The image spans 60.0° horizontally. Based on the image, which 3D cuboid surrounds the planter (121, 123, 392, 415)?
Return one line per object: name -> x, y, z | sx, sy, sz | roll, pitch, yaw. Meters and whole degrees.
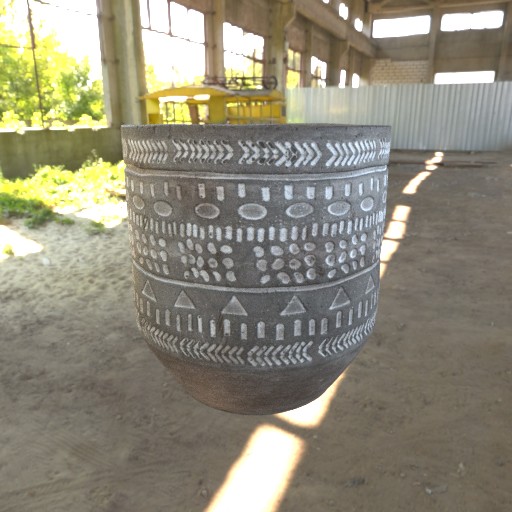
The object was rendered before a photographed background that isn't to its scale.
planter -> 0.000, 0.000, 0.223 | 0.122, 0.128, 0.122 | 0, 17, 0
